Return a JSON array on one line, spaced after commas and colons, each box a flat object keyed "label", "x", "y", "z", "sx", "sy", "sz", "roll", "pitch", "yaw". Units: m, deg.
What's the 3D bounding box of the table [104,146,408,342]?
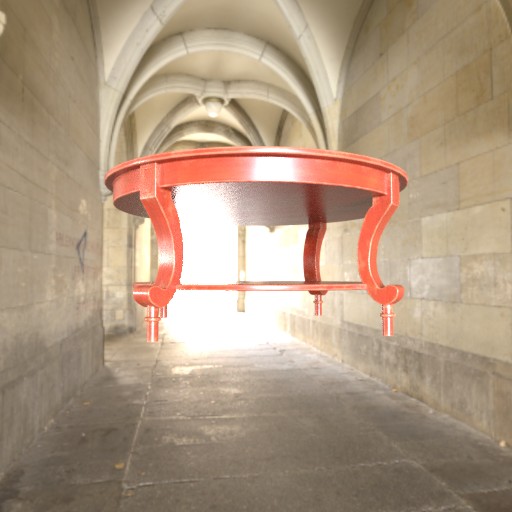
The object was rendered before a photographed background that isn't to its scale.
[{"label": "table", "x": 0.000, "y": 0.000, "z": 1.566, "sx": 1.029, "sy": 0.486, "sz": 1.029, "roll": 0, "pitch": -3, "yaw": 0}]
